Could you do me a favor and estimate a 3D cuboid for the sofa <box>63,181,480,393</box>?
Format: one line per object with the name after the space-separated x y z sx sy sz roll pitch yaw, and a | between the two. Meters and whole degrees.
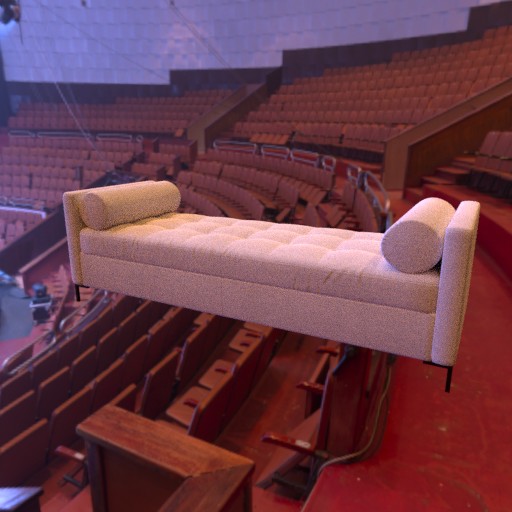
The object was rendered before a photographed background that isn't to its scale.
0.000 0.000 2.274 1.981 0.635 0.686 8 18 27 | sofa
